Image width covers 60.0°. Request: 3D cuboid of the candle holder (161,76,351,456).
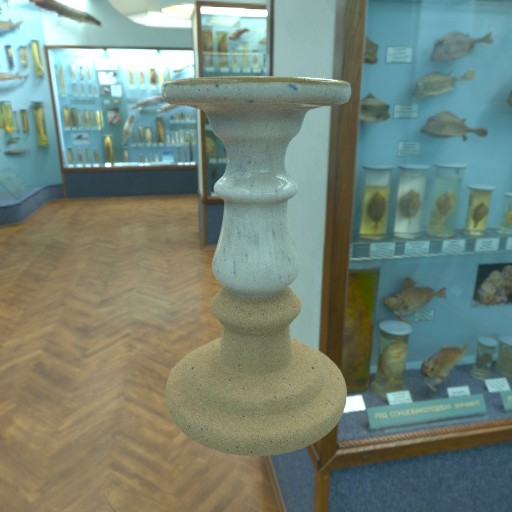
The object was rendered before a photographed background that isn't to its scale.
[{"bbox_3d":[0.000,0.000,0.277,0.123,0.202,0.123,0,18,0],"label":"candle holder"}]
